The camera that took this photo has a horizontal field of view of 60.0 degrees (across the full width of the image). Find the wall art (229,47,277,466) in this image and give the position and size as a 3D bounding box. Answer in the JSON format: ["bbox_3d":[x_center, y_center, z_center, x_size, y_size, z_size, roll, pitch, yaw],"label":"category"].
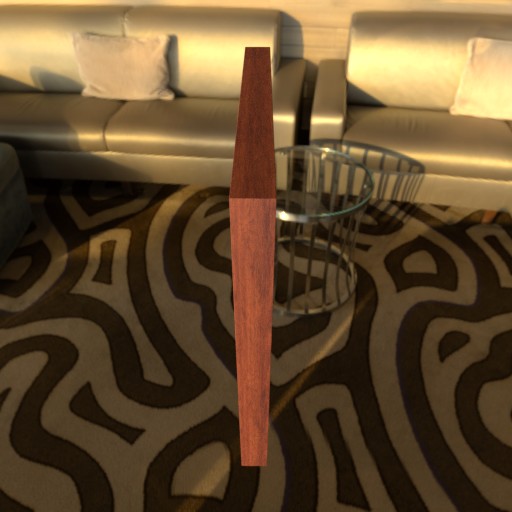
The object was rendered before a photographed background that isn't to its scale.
[{"bbox_3d":[0.000,0.000,0.533,0.030,0.381,0.330,0,41,1],"label":"wall art"}]
